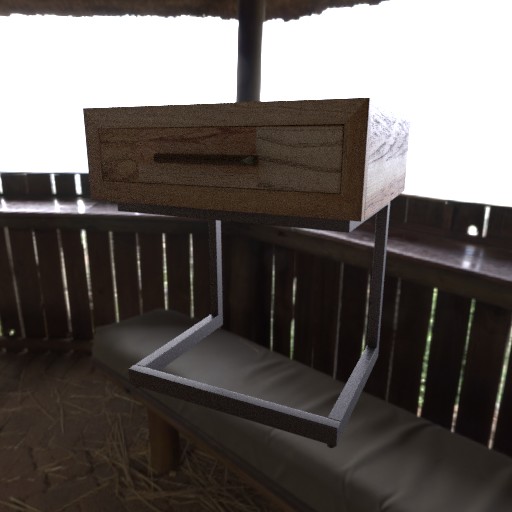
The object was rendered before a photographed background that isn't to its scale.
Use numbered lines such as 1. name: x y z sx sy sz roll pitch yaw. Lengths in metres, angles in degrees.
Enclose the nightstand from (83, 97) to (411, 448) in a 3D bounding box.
1. nightstand: 0.000 0.000 1.005 0.558 0.632 0.481 7 17 25
